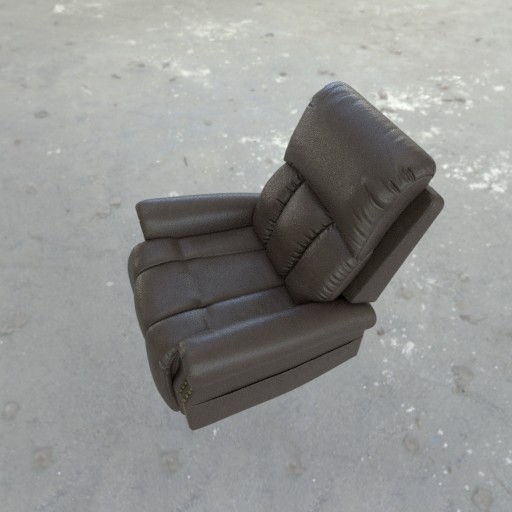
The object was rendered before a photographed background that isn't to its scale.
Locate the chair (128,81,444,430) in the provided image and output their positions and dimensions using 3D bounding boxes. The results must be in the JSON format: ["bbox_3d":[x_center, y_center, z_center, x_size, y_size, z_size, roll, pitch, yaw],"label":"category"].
[{"bbox_3d":[0.000,0.000,1.703,0.978,1.028,0.869,-16,49,-14],"label":"chair"}]
